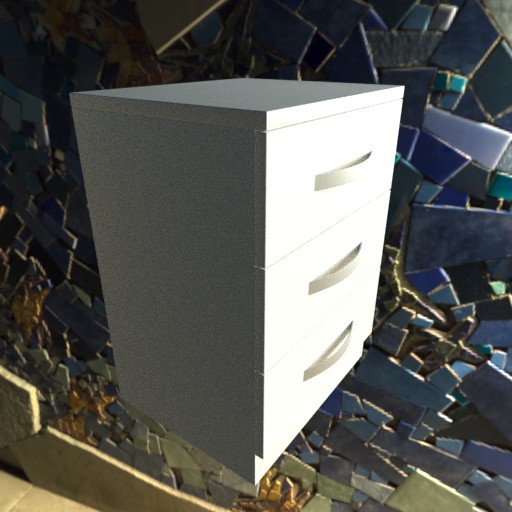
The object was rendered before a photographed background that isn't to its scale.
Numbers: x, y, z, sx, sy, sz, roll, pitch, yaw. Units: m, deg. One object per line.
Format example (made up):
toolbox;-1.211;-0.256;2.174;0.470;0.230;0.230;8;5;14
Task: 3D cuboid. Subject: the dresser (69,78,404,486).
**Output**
dresser;0.000;0.000;0.793;0.360;0.560;0.400;17;30;32
